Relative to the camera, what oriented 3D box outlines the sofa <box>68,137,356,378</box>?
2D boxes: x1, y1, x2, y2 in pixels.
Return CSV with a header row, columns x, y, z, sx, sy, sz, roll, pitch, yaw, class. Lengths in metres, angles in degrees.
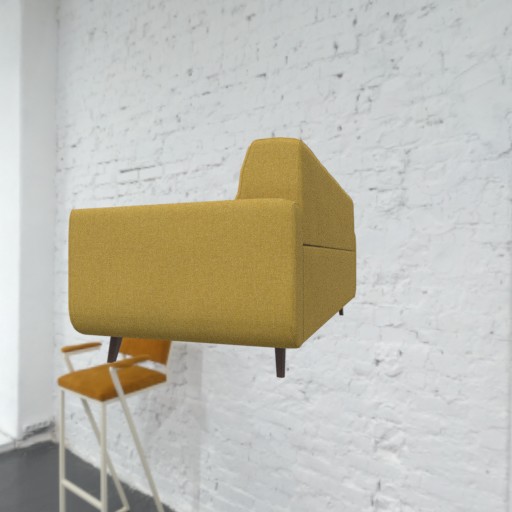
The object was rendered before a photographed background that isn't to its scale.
x,y,z,sx,sy,sz,roll,pitch,yaw,class
0.000,0.000,2.458,0.909,0.841,2.029,0,0,18,sofa
